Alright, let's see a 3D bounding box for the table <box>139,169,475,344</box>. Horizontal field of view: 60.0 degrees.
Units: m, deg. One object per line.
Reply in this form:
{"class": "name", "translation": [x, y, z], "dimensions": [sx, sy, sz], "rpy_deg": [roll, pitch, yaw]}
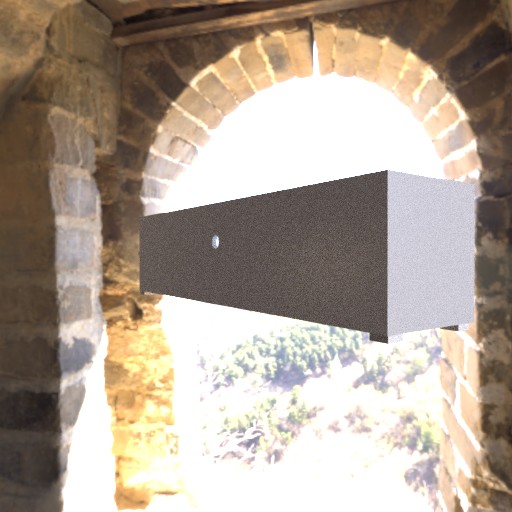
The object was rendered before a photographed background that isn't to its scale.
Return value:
{"class": "table", "translation": [0.000, 0.000, 1.847], "dimensions": [0.390, 0.420, 1.650], "rpy_deg": [0, 0, -35]}
